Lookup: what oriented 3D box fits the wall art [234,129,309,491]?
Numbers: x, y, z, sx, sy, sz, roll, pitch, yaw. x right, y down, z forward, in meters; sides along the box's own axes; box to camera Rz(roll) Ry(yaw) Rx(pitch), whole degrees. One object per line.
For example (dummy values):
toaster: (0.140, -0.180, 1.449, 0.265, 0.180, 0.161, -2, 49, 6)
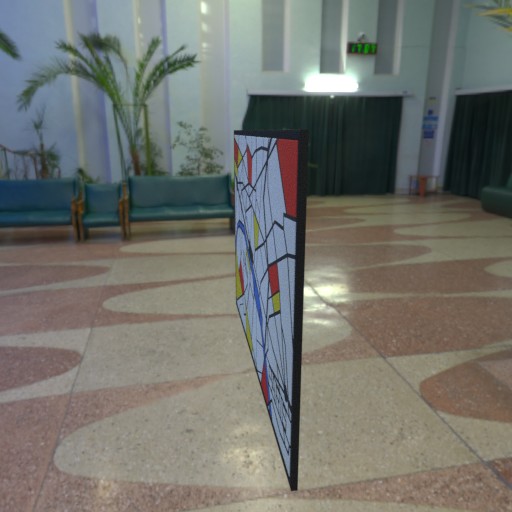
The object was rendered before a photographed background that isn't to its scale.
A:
wall art: (0.000, 0.000, 1.216, 0.013, 0.665, 0.963, -2, 16, -8)
